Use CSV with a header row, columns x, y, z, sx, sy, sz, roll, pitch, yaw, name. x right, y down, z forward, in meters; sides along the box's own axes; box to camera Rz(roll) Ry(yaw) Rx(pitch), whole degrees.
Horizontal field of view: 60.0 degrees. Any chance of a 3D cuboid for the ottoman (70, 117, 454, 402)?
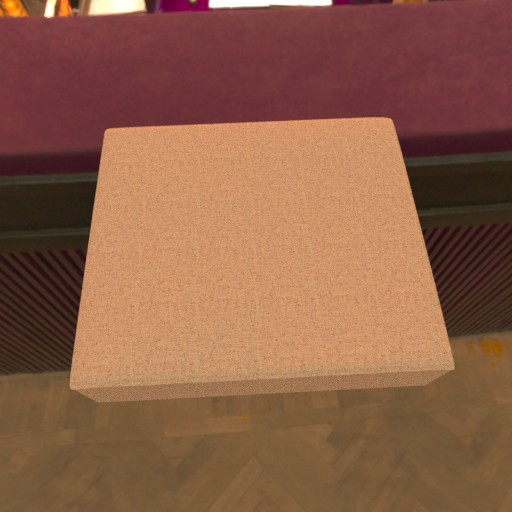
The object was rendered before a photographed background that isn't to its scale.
x,y,z,sx,sy,sz,roll,pitch,yaw,name
0.000,0.000,1.239,0.835,0.303,0.736,-3,63,-1,ottoman
